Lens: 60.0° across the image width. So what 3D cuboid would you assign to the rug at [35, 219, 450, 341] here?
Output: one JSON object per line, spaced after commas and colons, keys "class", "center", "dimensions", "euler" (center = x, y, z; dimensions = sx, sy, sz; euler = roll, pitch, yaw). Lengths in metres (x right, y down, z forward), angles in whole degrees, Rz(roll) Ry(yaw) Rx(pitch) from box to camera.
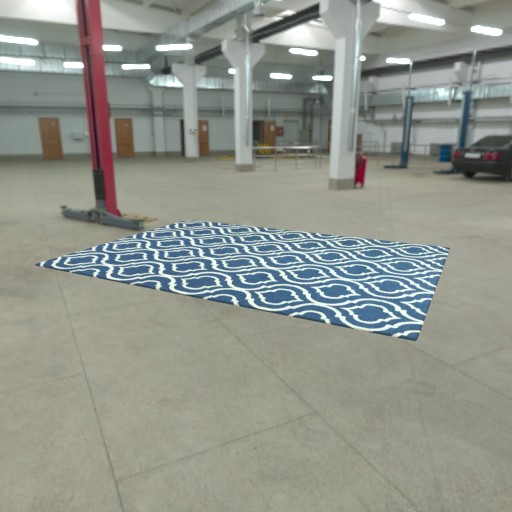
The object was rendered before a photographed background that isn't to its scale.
{"class": "rug", "center": [0.000, 0.000, 2.777], "dimensions": [2.134, 0.010, 1.524], "euler": [8, 18, 26]}
